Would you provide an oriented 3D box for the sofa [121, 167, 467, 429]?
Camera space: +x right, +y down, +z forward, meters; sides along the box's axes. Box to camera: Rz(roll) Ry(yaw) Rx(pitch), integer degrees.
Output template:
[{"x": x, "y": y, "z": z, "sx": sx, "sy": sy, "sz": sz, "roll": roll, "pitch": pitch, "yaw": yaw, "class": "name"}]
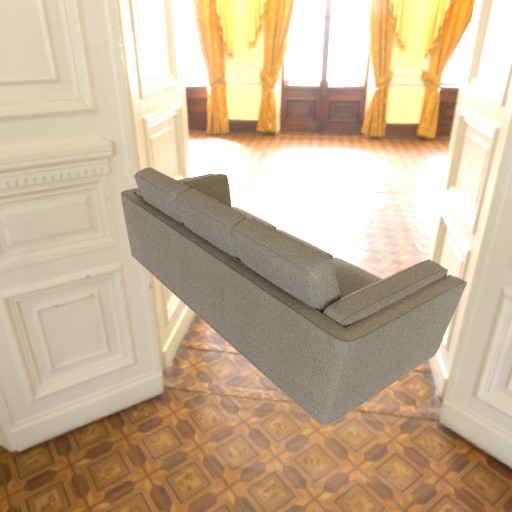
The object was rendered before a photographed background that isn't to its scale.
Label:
[{"x": 0.000, "y": 0.000, "z": 2.898, "sx": 0.903, "sy": 0.899, "sz": 2.362, "roll": -19, "pitch": 32, "yaw": -32, "class": "sofa"}]
